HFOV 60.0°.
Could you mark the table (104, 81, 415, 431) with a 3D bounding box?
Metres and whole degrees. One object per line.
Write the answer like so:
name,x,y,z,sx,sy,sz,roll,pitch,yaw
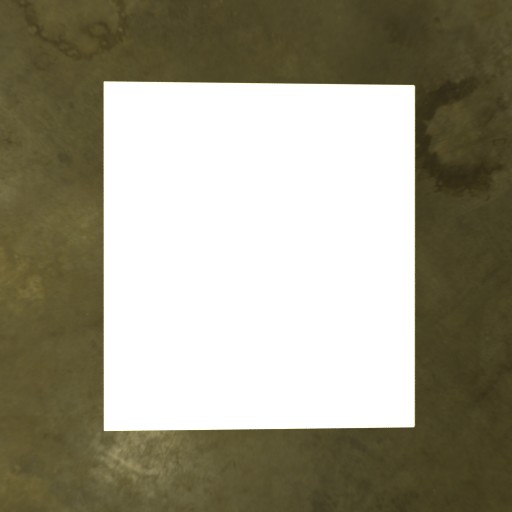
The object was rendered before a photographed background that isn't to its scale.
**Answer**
table,0.000,0.000,0.768,0.380,0.460,0.420,0,90,-2
